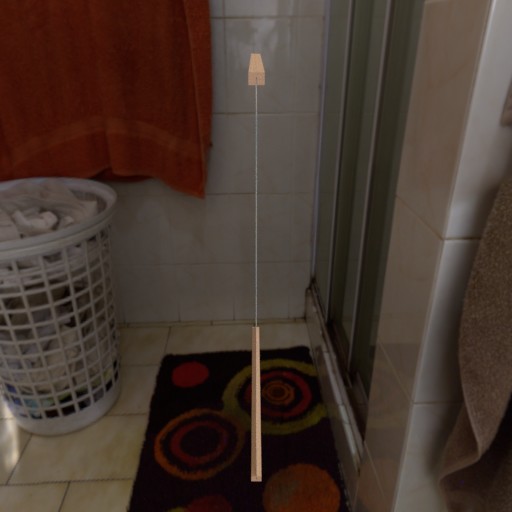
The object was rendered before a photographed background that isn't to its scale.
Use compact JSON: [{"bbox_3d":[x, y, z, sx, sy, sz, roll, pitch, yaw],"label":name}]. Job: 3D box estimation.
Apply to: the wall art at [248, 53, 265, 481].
[{"bbox_3d":[0.000,0.000,0.631,0.013,0.510,0.335,0,27,0],"label":"wall art"}]
